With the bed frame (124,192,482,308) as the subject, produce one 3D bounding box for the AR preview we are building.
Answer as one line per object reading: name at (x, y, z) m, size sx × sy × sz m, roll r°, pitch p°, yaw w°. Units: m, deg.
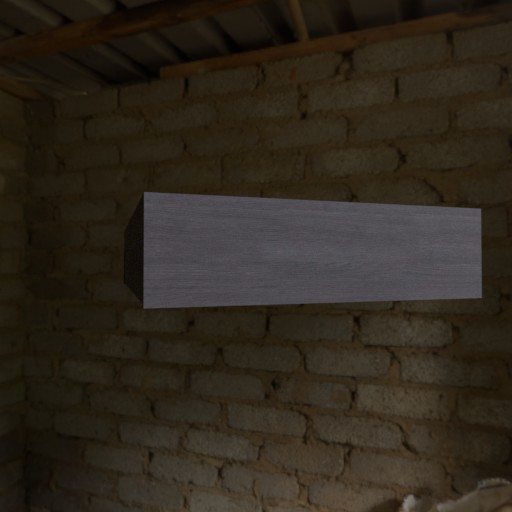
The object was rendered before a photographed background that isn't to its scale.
bed frame at (0.000, 0.000, 2.648) m, size 1.448 × 0.459 × 1.944 m, roll 0°, pitch -1°, yaw -18°
